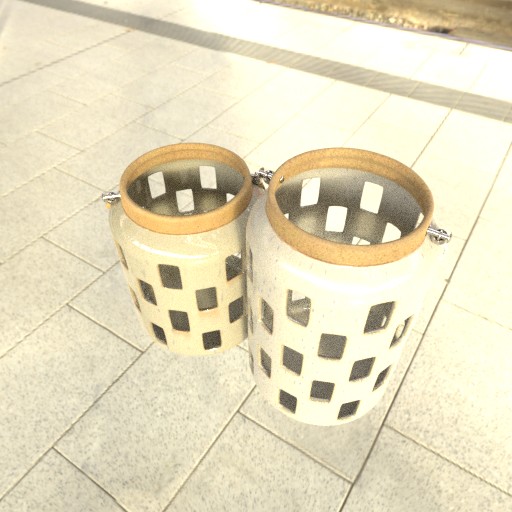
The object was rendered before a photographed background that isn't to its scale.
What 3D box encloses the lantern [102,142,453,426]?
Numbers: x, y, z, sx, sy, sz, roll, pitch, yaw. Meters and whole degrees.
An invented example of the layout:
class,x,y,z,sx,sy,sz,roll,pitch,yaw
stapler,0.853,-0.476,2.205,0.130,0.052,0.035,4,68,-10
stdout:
class,x,y,z,sx,sy,sz,roll,pitch,yaw
lantern,0.000,0.000,0.476,0.347,0.255,0.184,23,50,21
